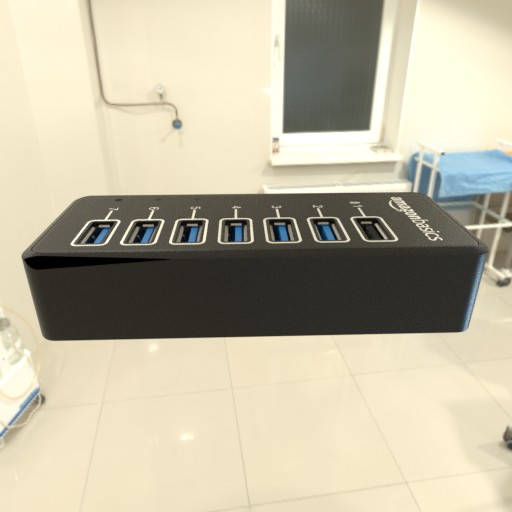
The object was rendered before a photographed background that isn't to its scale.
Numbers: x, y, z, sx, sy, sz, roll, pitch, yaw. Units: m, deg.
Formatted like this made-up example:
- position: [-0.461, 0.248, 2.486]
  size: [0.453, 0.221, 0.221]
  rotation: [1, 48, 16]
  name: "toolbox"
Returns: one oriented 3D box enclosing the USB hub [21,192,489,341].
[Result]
- position: [0.000, 0.000, 0.125]
  size: [0.110, 0.023, 0.044]
  rotation: [-1, 27, -2]
  name: "USB hub"
